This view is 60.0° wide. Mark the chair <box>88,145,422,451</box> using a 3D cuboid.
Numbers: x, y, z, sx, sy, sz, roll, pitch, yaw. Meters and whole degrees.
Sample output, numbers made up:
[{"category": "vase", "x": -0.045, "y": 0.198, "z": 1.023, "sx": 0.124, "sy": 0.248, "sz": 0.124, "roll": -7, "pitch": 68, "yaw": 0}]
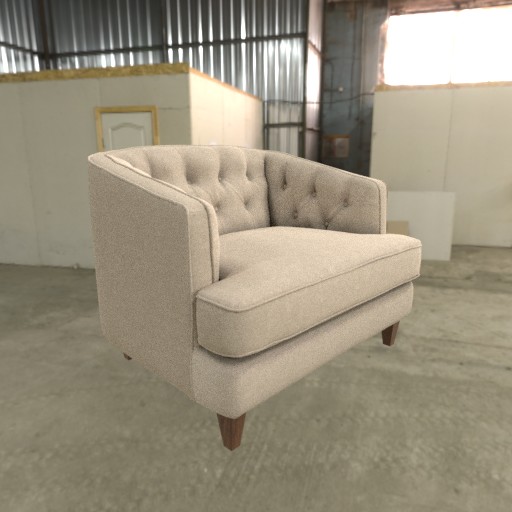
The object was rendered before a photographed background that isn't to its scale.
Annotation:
[{"category": "chair", "x": 0.000, "y": 0.000, "z": 1.758, "sx": 0.941, "sy": 0.852, "sz": 1.104, "roll": 13, "pitch": 20, "yaw": 42}]
